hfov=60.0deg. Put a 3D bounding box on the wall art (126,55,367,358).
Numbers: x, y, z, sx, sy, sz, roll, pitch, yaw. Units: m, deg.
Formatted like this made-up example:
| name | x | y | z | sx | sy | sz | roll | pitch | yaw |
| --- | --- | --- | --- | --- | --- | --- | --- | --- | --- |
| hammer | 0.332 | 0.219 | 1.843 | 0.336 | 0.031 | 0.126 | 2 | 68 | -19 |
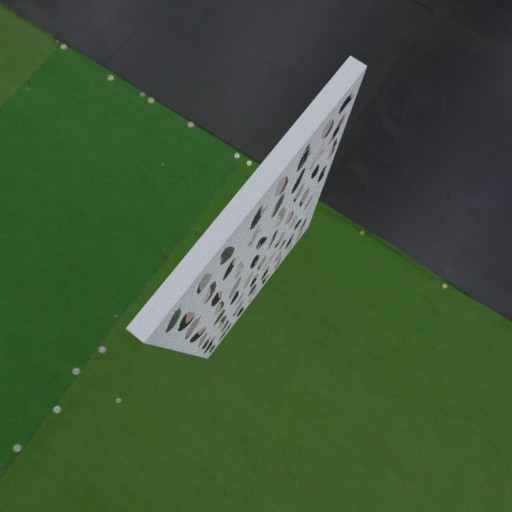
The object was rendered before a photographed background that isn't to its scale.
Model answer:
| name | x | y | z | sx | sy | sz | roll | pitch | yaw |
| --- | --- | --- | --- | --- | --- | --- | --- | --- | --- |
| wall art | 0.000 | 0.000 | 1.175 | 0.037 | 0.916 | 0.610 | 36 | 78 | 9 |
